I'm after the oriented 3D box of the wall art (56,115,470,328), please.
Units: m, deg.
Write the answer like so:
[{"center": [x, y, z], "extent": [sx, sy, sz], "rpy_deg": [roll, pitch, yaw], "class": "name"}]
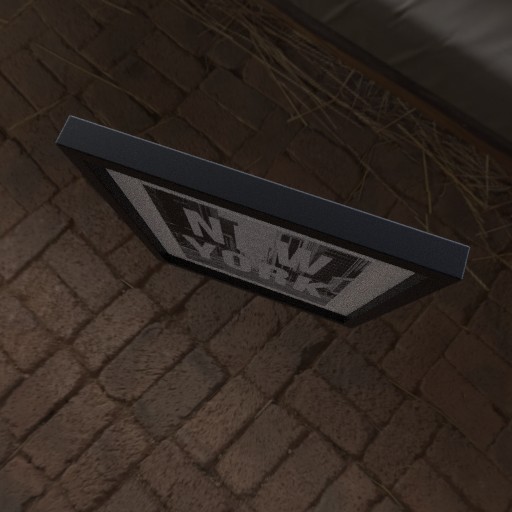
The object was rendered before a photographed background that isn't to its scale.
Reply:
[{"center": [0.000, 0.000, 0.524], "extent": [0.328, 0.381, 0.028], "rpy_deg": [19, 76, 5], "class": "wall art"}]
